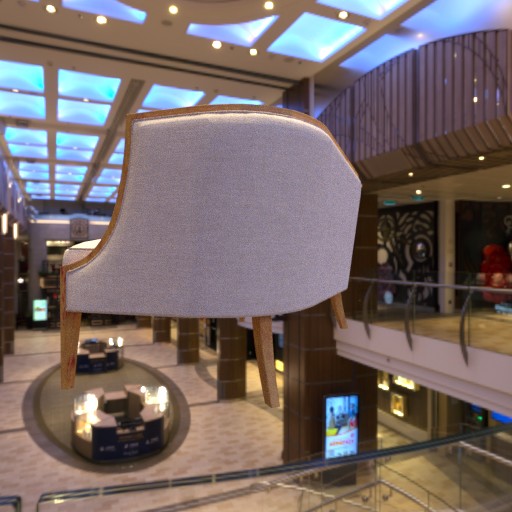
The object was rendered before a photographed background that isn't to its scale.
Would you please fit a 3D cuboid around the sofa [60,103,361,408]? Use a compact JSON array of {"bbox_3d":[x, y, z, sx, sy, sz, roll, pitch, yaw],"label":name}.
[{"bbox_3d":[0.000,0.000,1.852,0.770,0.775,1.474,0,0,19],"label":"sofa"}]
